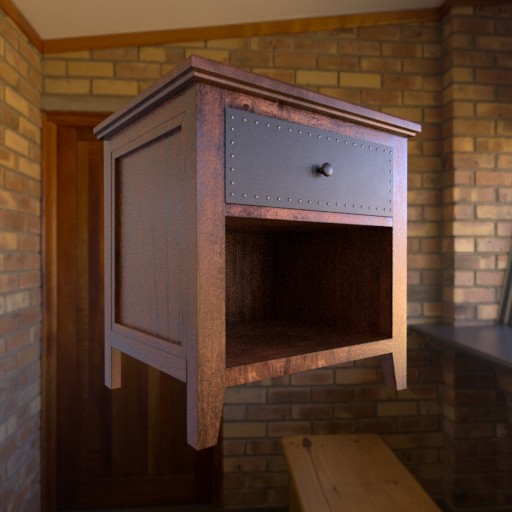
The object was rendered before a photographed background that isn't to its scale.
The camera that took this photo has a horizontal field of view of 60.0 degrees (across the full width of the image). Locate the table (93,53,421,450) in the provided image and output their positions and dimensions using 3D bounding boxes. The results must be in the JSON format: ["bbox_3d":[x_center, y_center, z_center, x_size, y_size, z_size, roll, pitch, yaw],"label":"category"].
[{"bbox_3d":[0.000,0.000,1.006,0.586,0.597,0.461,0,0,-37],"label":"table"}]
